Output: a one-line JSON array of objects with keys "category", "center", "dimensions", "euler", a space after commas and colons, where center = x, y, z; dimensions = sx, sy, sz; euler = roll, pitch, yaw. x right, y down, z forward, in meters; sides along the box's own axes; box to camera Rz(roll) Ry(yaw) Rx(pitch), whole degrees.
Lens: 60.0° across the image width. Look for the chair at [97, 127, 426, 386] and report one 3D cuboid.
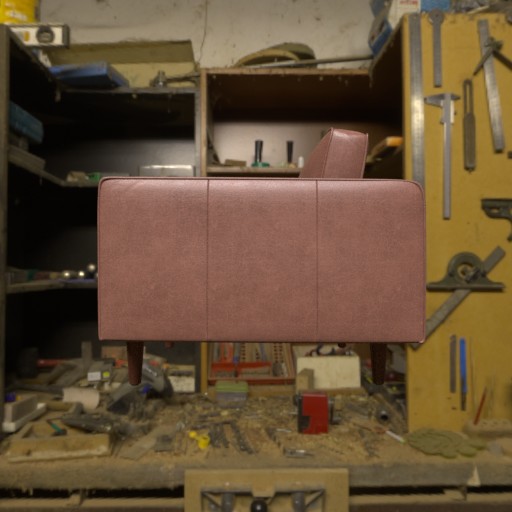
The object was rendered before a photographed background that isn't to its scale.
[{"category": "chair", "center": [0.000, 0.000, 1.594], "dimensions": [0.900, 0.770, 0.920], "euler": [0, 0, 0]}]
